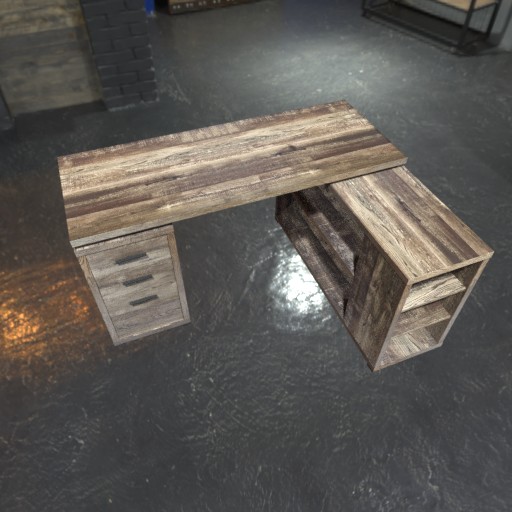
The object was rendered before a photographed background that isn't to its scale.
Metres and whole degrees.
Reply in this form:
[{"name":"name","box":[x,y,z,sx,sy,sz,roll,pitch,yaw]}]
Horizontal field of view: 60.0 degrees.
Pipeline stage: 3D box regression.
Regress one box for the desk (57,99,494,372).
[{"name":"desk","box":[0.000,0.000,2.154,1.524,0.753,1.200,-16,49,-15]}]
